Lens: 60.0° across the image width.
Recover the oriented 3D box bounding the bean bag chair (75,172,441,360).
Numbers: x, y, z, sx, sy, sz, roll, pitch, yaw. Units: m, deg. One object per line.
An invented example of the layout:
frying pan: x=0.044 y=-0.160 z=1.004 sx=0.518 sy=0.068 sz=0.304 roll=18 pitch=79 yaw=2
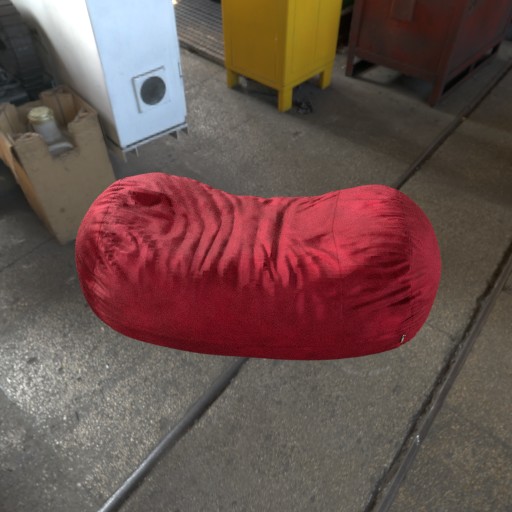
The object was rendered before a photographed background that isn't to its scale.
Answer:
bean bag chair: x=0.000 y=0.000 z=2.857 sx=2.293 sy=0.867 sz=1.216 roll=3 pitch=47 yaw=3
